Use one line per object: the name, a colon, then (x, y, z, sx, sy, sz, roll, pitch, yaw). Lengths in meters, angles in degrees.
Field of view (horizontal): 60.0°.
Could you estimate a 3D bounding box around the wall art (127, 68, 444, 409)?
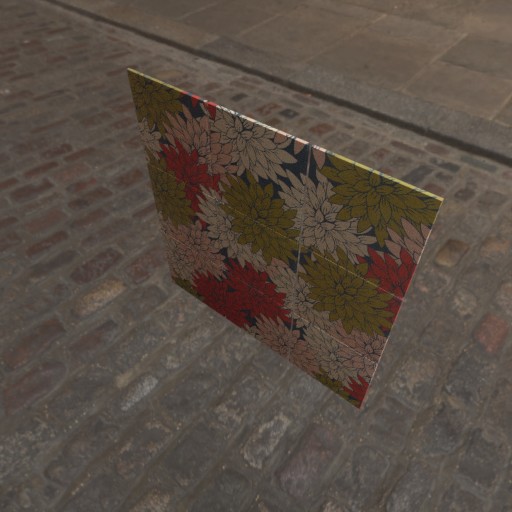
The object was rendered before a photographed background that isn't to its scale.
wall art: (0.000, 0.000, 1.819, 1.206, 1.218, 0.013, 30, 54, 25)
